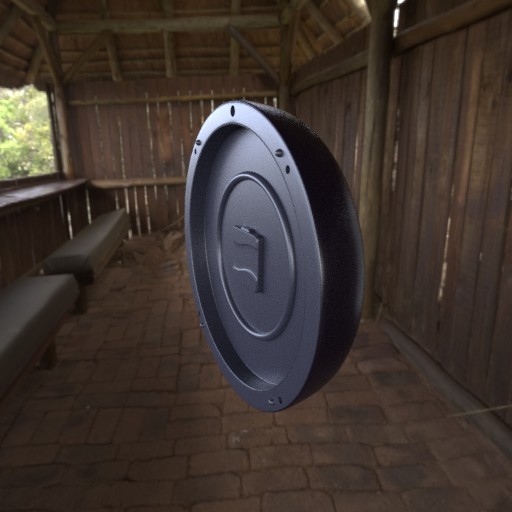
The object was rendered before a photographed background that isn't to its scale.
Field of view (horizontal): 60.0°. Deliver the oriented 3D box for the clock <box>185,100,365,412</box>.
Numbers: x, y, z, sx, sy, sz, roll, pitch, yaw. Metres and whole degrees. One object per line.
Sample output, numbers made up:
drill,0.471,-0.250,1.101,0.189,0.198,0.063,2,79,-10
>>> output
clock,0.000,0.000,0.454,0.060,0.300,0.300,-8,17,-26
